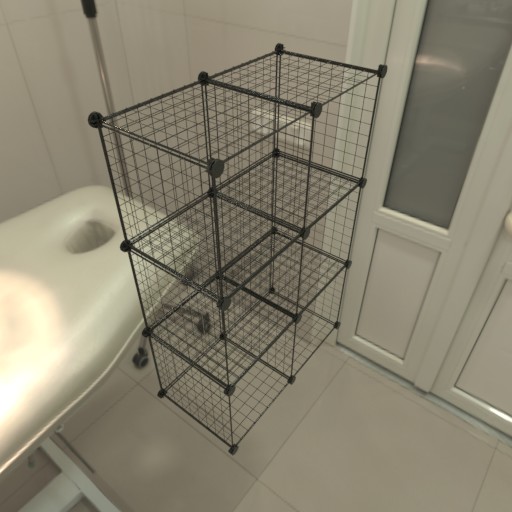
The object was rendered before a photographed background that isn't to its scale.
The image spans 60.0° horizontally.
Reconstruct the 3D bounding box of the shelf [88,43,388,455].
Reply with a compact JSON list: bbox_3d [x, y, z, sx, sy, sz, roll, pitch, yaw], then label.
[{"bbox_3d":[0.000,0.000,1.409,0.356,1.067,0.711,26,47,28],"label":"shelf"}]
